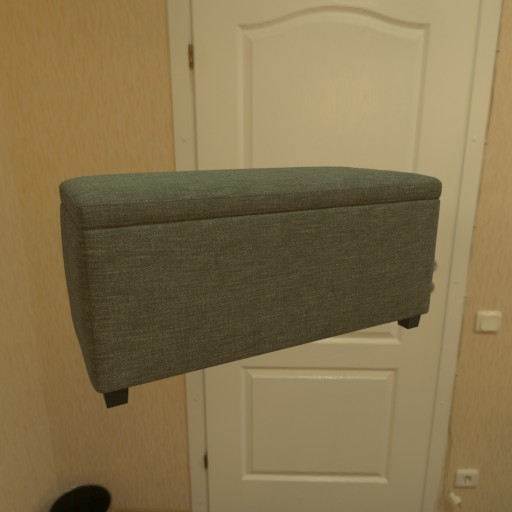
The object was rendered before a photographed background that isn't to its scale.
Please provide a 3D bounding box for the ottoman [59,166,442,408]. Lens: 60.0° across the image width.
[{"bbox_3d":[0.000,0.000,1.152,0.902,0.432,0.419,-8,17,-26],"label":"ottoman"}]
